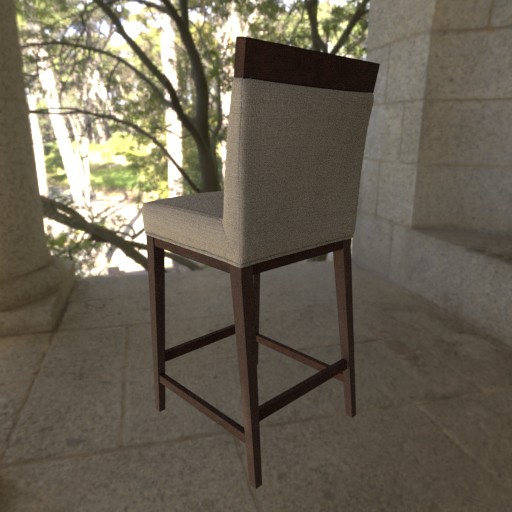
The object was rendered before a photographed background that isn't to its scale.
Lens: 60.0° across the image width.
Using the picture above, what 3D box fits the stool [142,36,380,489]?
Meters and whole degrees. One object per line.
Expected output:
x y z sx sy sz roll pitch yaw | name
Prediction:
0.000 0.000 1.373 0.511 1.117 0.531 -14 21 -42 | stool
